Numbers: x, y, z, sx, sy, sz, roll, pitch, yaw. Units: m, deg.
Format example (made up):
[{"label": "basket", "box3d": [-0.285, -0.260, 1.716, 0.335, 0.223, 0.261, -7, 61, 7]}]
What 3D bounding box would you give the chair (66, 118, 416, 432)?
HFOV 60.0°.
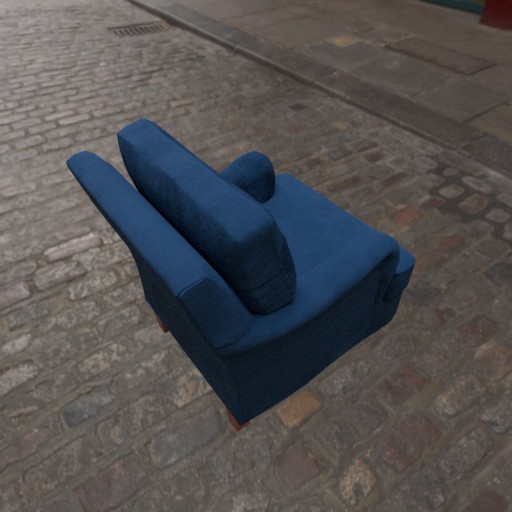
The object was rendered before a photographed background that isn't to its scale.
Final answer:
[{"label": "chair", "box3d": [0.000, 0.000, 1.849, 1.078, 1.076, 0.895, -26, 47, -27]}]
